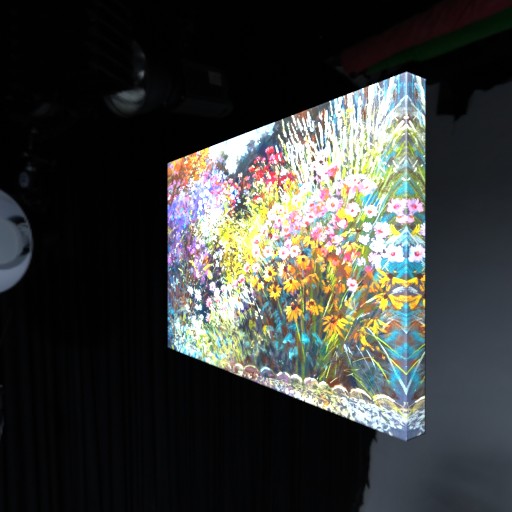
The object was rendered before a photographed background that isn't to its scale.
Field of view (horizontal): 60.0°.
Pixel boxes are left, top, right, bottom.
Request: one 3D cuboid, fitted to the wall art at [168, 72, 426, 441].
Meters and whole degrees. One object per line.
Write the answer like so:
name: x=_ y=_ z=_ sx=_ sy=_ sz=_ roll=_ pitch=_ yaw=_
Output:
wall art: x=0.000 y=0.000 z=0.744 sx=0.037 sy=0.406 sz=0.610 roll=0 pitch=0 yaw=-36
